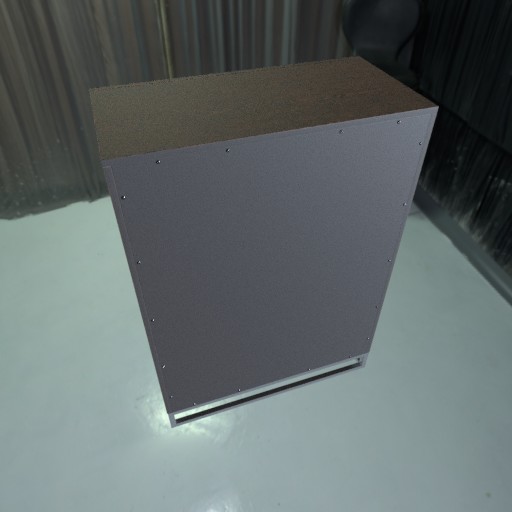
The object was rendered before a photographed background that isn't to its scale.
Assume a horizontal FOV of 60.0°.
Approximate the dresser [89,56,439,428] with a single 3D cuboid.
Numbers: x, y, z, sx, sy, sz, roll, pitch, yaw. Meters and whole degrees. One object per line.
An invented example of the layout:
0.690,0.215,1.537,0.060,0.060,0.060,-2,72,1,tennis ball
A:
0.000,0.000,1.802,0.965,1.321,0.508,-13,43,-14,dresser
